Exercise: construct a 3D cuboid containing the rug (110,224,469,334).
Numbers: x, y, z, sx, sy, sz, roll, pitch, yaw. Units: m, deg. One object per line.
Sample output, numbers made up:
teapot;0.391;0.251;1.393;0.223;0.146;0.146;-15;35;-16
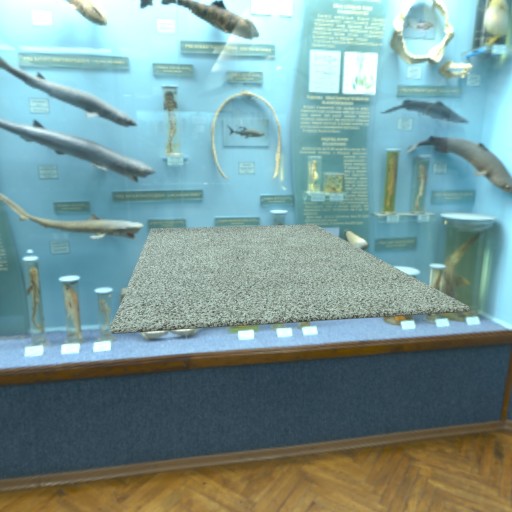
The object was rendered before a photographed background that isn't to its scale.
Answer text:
rug;0.000;0.000;3.436;1.778;0.030;2.743;-2;13;-9
